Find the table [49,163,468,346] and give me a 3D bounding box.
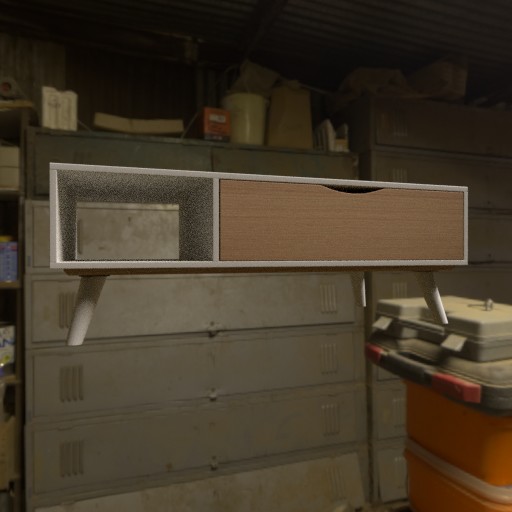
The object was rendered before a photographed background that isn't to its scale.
[{"bbox_3d":[0.000,0.000,1.491,1.194,0.432,0.609,0,0,-18],"label":"table"}]
